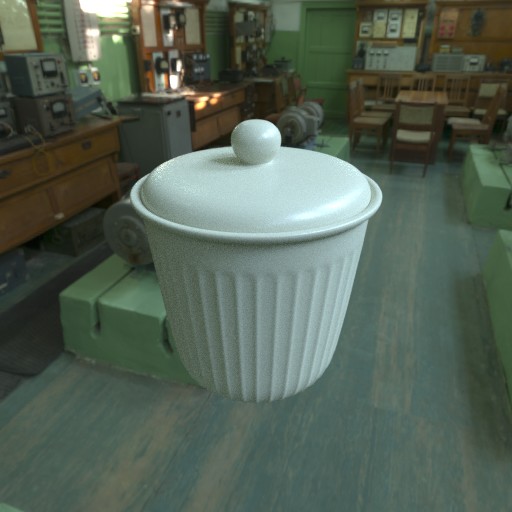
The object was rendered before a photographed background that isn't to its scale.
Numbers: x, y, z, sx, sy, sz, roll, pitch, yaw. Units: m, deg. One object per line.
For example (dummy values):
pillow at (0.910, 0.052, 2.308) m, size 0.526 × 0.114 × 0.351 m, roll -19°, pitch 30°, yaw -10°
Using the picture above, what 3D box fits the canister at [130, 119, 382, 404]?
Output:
canister at (0.000, 0.000, 0.354) m, size 0.181 × 0.211 × 0.181 m, roll 0°, pitch 27°, yaw 0°
